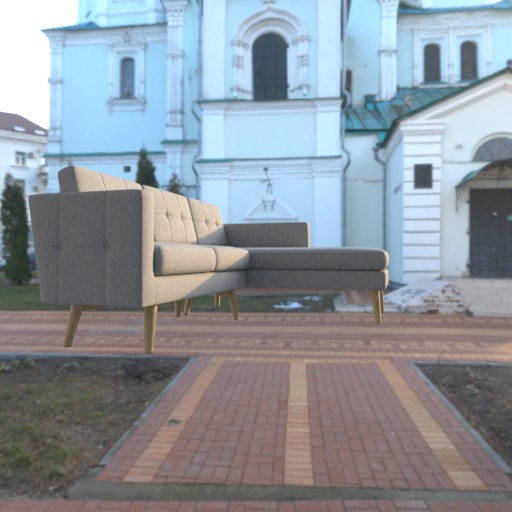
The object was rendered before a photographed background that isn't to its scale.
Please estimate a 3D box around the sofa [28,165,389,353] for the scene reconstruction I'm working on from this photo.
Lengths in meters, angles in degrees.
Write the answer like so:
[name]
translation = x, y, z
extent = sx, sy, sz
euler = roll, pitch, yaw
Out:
[sofa]
translation = 0.000, 0.000, 2.728
extent = 1.530, 0.860, 2.040
euler = 0, 0, 18
